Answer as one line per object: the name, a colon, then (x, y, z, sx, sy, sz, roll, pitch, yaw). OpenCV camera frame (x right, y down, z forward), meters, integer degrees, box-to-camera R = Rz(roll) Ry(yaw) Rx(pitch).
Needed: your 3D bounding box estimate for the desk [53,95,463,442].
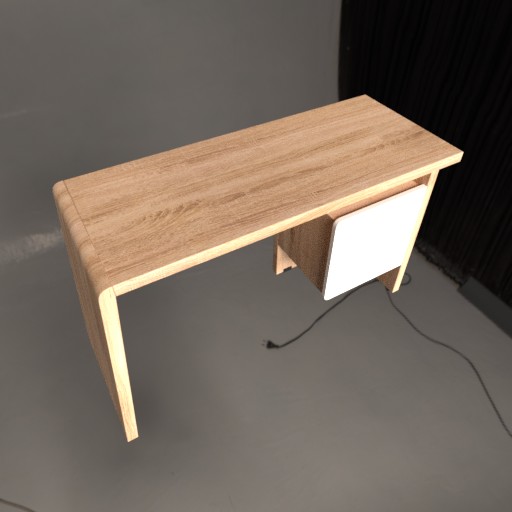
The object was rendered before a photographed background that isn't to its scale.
desk: (0.000, 0.000, 1.650, 1.300, 0.750, 0.500, -22, 49, -21)
